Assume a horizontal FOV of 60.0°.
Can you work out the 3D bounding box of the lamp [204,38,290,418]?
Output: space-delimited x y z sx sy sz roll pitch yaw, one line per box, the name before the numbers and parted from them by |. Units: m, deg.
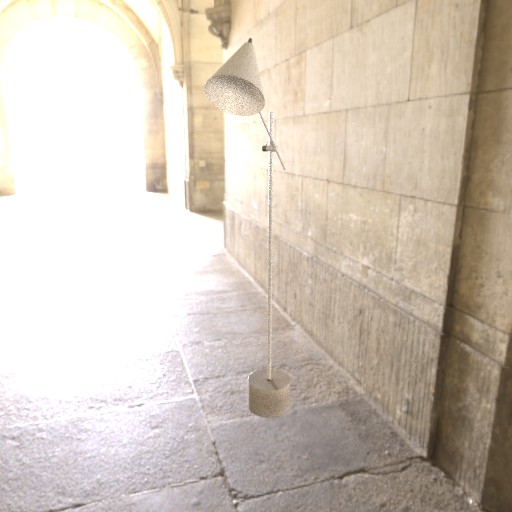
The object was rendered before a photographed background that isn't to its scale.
lamp | 0.000 0.000 1.616 0.223 1.430 0.508 7 16 26
